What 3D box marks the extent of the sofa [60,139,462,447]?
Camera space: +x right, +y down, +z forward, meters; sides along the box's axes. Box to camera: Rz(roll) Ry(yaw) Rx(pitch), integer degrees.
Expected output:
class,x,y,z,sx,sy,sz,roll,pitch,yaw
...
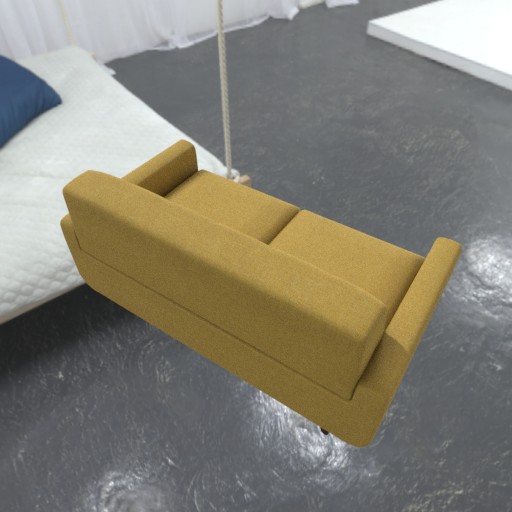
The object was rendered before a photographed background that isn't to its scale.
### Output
class,x,y,z,sx,sy,sz,roll,pitch,yaw
sofa,0.000,0.000,2.121,1.631,0.841,0.909,25,50,23
